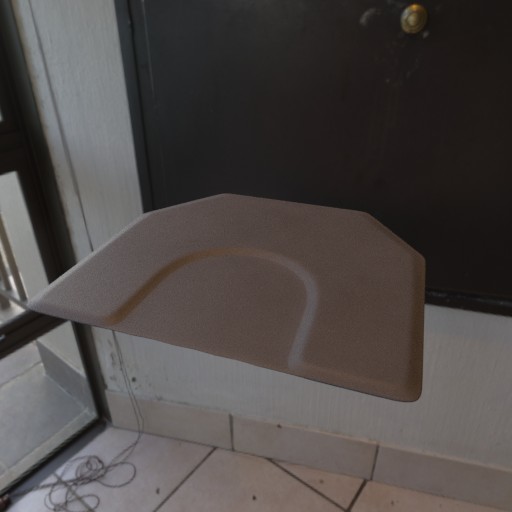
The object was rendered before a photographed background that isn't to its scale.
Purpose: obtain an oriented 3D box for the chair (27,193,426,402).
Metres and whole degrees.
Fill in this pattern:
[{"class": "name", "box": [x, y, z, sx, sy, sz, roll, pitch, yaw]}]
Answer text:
[{"class": "chair", "box": [0.000, 0.000, 1.889, 1.372, 0.024, 1.219, 10, 32, 16]}]
